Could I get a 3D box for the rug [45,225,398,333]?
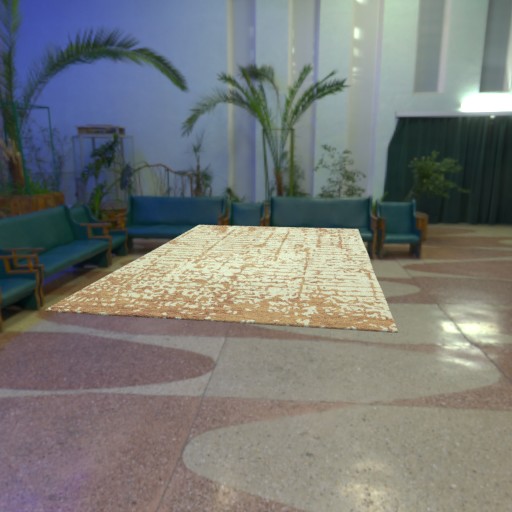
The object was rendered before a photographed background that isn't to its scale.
[{"bbox_3d":[0.000,0.000,3.021,1.517,0.011,2.435,2,13,9],"label":"rug"}]
